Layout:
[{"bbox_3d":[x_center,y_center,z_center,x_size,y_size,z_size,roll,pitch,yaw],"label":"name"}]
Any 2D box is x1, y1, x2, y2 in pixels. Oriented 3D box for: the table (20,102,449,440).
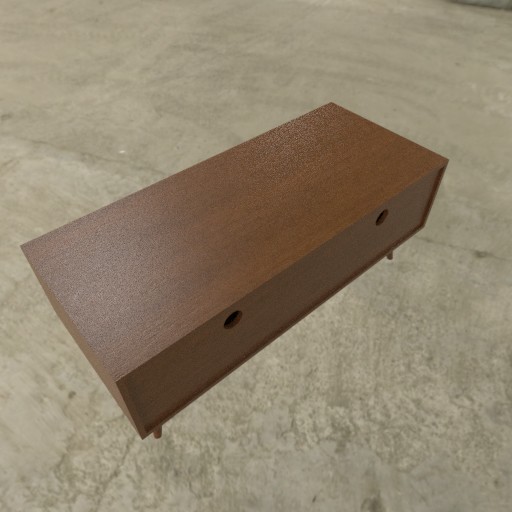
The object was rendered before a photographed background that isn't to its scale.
[{"bbox_3d":[0.000,0.000,1.379,1.119,0.464,0.490,-32,54,-27],"label":"table"}]
